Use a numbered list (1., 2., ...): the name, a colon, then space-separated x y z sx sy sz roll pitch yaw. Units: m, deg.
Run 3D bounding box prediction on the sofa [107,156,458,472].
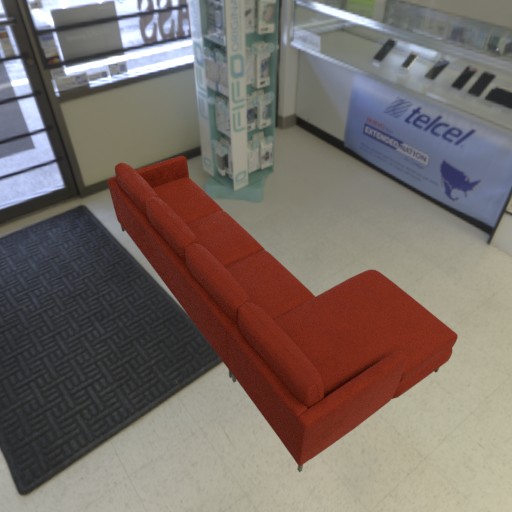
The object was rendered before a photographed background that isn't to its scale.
1. sofa: 0.000 0.000 3.018 1.136 0.663 2.467 -25 48 -25
